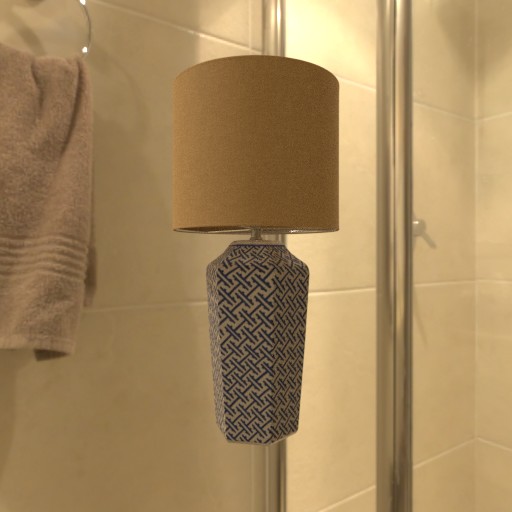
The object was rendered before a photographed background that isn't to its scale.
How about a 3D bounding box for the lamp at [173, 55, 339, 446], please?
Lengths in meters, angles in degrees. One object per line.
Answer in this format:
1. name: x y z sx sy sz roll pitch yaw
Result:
1. lamp: 0.000 0.000 0.866 0.320 0.682 0.320 0 0 17
